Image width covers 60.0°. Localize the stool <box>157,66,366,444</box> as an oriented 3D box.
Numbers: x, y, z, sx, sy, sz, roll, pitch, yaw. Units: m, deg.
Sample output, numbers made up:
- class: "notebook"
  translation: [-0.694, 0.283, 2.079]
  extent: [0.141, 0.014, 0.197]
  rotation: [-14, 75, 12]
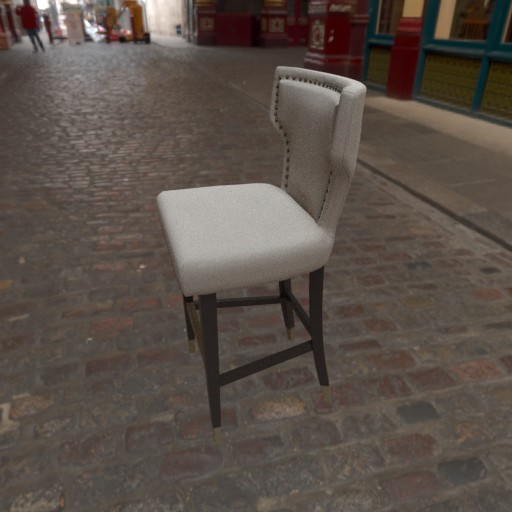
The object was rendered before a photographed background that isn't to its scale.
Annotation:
- class: "stool"
  translation: [0.000, 0.000, 1.448]
  extent: [0.563, 1.092, 0.526]
  rotation: [-9, 30, -15]
